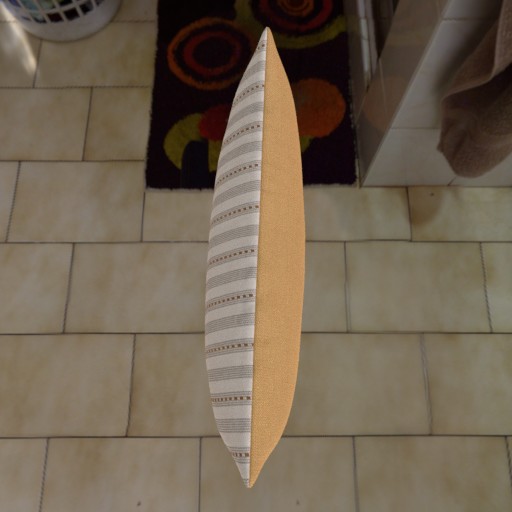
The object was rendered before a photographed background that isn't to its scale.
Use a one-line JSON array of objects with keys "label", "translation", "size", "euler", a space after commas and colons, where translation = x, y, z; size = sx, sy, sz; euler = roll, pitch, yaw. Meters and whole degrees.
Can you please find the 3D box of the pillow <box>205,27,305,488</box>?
[{"label": "pillow", "translation": [0.000, 0.000, 0.696], "size": [0.151, 0.291, 0.608], "euler": [2, 74, 1]}]
